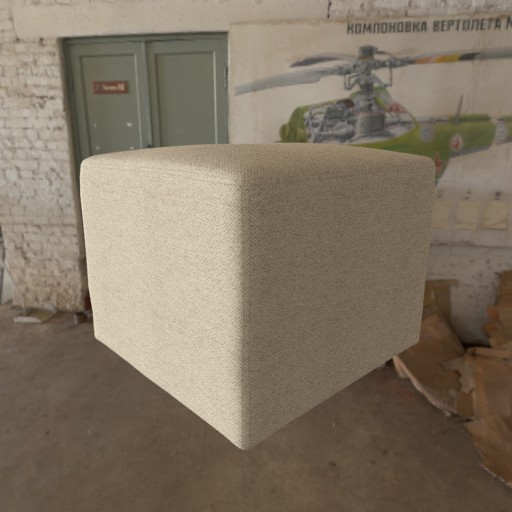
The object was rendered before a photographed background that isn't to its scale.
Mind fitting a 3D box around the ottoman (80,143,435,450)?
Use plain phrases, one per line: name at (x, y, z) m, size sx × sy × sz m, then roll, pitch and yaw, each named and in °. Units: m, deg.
ottoman at (0.000, 0.000, 0.919) m, size 0.521 × 0.453 × 0.512 m, roll -14°, pitch 21°, yaw -41°
